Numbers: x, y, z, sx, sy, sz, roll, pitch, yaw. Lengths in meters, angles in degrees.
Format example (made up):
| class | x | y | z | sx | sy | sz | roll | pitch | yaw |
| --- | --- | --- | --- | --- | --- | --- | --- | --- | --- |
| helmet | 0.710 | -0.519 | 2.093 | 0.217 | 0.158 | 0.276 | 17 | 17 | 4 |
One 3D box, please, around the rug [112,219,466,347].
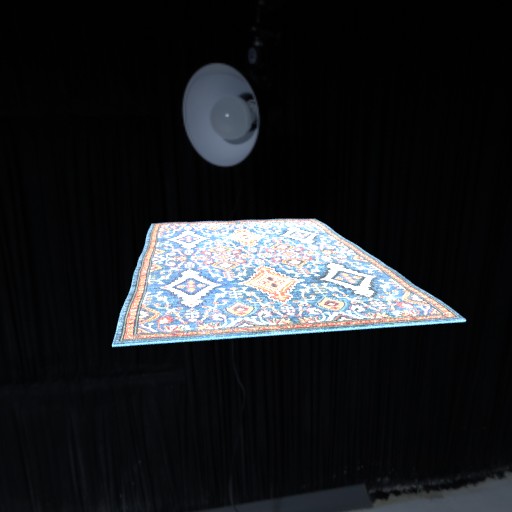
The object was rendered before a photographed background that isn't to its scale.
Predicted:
| class | x | y | z | sx | sy | sz | roll | pitch | yaw |
| --- | --- | --- | --- | --- | --- | --- | --- | --- | --- |
| rug | 0.000 | 0.000 | 2.315 | 1.195 | 0.014 | 1.847 | -2 | 16 | -9 |
